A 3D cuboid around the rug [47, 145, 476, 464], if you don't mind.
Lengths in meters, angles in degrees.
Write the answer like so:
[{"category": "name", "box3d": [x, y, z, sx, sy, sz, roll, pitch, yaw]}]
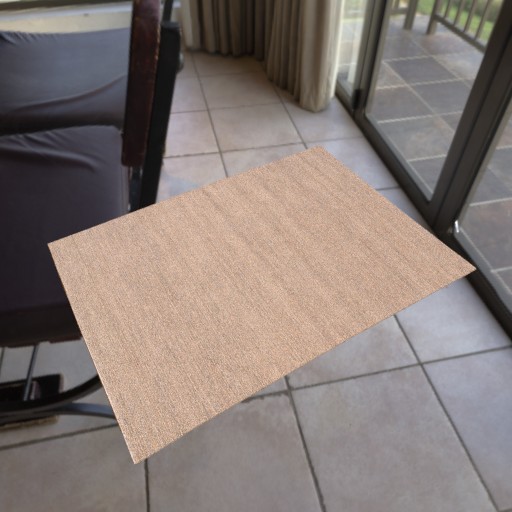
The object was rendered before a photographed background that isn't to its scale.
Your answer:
[{"category": "rug", "box3d": [0.000, 0.000, 2.857, 2.264, 0.030, 1.624, -24, 52, -20]}]
